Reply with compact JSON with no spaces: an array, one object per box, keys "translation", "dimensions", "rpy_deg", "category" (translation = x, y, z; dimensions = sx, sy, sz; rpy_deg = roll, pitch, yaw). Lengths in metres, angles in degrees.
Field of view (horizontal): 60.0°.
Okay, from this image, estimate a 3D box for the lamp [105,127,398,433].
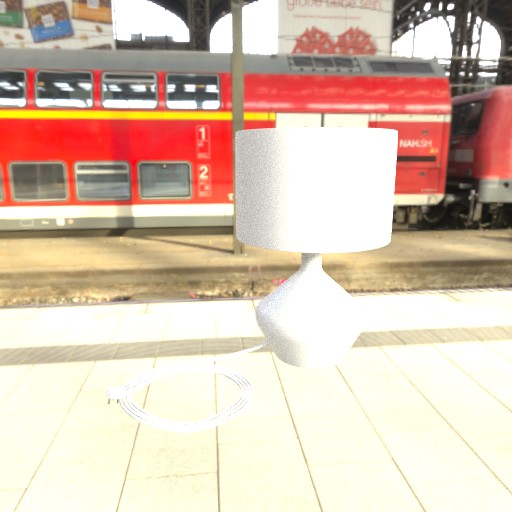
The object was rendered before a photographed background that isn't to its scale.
[{"translation":[0.000,0.000,0.838],"dimensions":[0.546,0.457,0.401],"rpy_deg":[-2,13,-8],"category":"lamp"}]
